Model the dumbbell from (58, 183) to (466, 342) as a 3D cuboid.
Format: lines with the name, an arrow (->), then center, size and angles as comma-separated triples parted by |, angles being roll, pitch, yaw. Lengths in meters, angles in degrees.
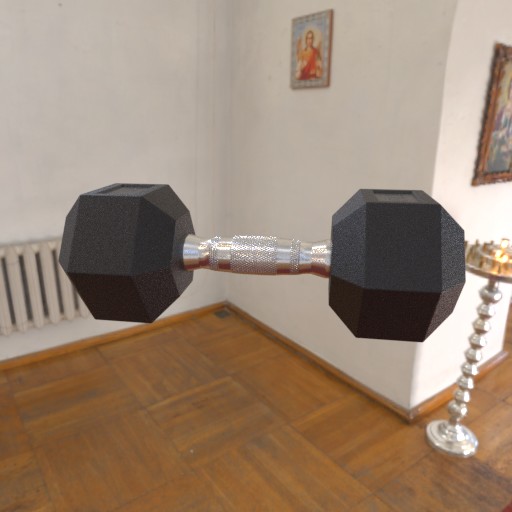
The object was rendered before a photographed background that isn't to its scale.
dumbbell -> 0.000, 0.000, 0.424 | 0.356, 0.123, 0.141 | 3, 18, 8
